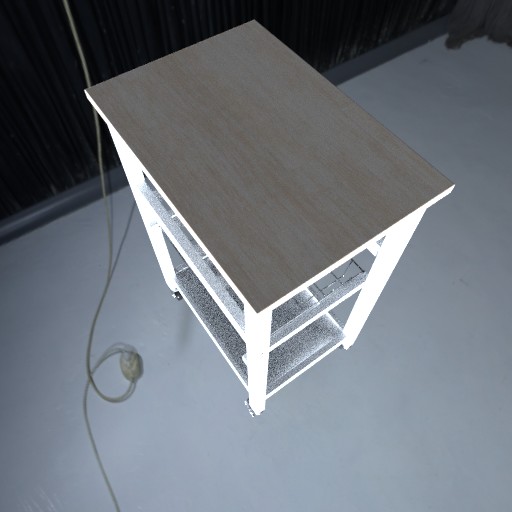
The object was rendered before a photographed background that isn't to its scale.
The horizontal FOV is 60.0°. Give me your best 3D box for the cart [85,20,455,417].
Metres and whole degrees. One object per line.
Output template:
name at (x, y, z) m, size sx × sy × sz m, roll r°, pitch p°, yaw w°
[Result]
cart at (0.000, 0.000, 1.165) m, size 0.406 × 0.857 × 0.578 m, roll -31°, pitch 64°, yaw -17°
